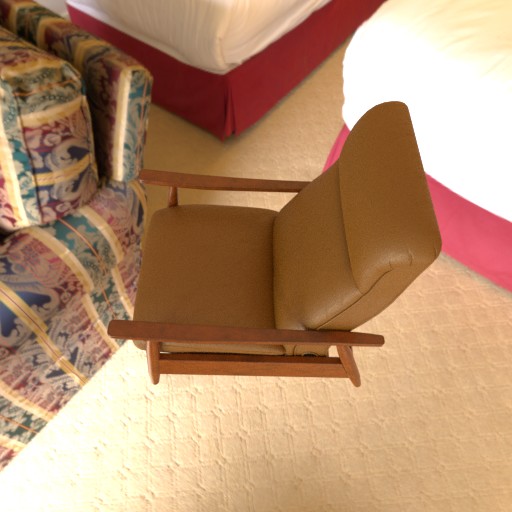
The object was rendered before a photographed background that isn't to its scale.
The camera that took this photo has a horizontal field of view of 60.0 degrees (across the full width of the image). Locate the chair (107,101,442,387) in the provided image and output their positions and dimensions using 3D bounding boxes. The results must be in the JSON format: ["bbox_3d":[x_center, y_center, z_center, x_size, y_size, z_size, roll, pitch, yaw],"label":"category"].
[{"bbox_3d":[0.000,0.000,1.777,1.014,1.082,0.762,1,58,0],"label":"chair"}]
